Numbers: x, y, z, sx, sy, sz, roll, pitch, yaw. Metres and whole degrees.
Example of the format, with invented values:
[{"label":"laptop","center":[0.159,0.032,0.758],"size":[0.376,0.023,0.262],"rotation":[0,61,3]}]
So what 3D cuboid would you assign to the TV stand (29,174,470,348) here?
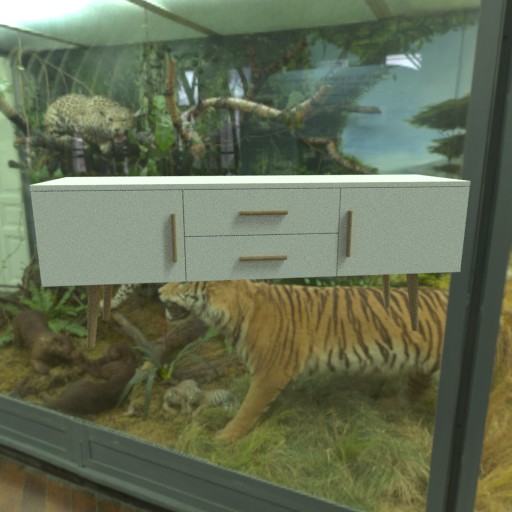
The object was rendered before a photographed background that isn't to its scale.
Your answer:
[{"label":"TV stand","center":[0.000,0.000,1.637],"size":[1.398,0.560,0.401],"rotation":[-2,14,-7]}]
